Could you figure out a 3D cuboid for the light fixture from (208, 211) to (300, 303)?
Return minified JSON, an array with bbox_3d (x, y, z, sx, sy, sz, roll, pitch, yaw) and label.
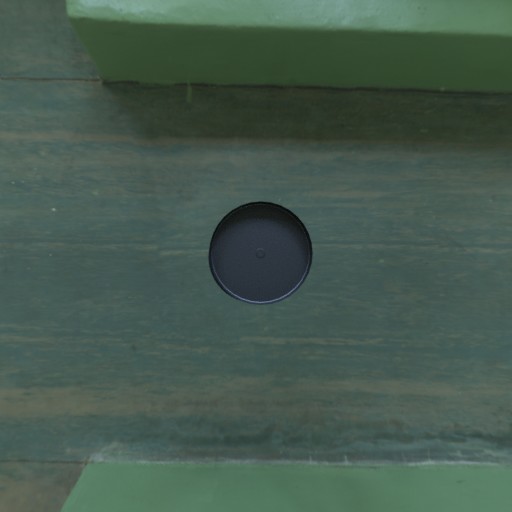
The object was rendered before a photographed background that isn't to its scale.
[{"bbox_3d":[0.000,0.000,1.164,0.331,0.993,0.331,0,89,-1],"label":"light fixture"}]
